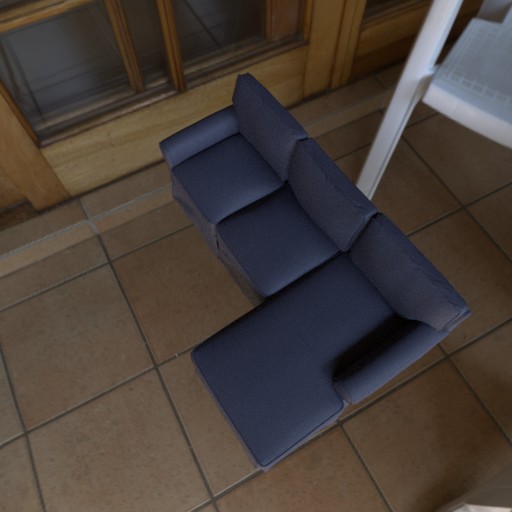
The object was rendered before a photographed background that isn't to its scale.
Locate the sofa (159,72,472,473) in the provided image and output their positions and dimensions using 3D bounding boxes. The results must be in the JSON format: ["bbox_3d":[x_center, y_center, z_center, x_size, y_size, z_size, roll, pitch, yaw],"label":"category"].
[{"bbox_3d":[0.000,0.000,3.313,1.637,1.039,2.518,-32,68,-14],"label":"sofa"}]
